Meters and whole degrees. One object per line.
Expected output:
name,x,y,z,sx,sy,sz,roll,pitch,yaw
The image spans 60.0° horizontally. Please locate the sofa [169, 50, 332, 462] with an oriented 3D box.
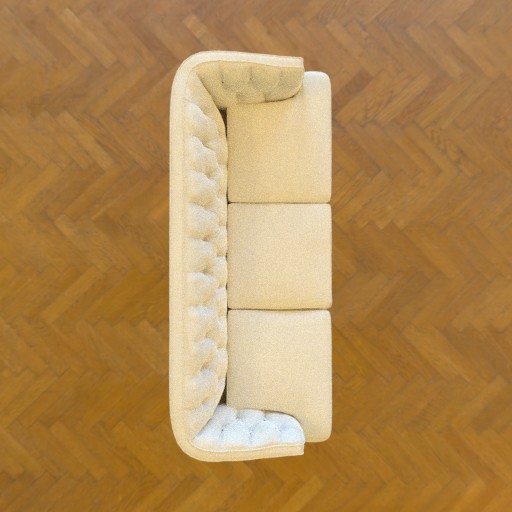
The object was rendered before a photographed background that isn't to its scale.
sofa,0.000,0.000,2.744,0.941,0.855,2.278,0,89,-1
